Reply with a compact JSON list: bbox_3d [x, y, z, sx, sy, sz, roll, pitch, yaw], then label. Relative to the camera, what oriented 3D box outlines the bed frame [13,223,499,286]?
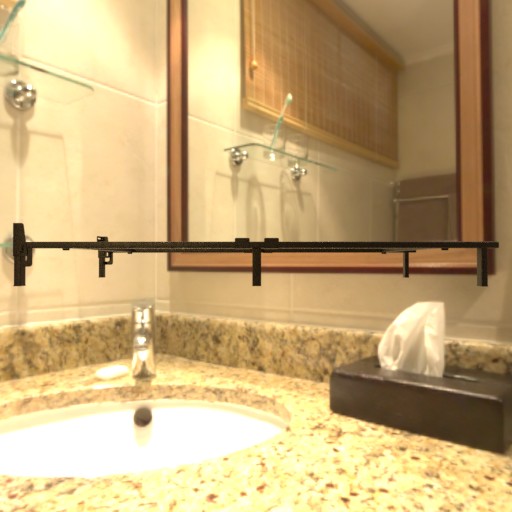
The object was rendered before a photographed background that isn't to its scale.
[{"bbox_3d":[0.000,0.000,2.206,1.897,0.248,0.968,0,-1,1],"label":"bed frame"}]
